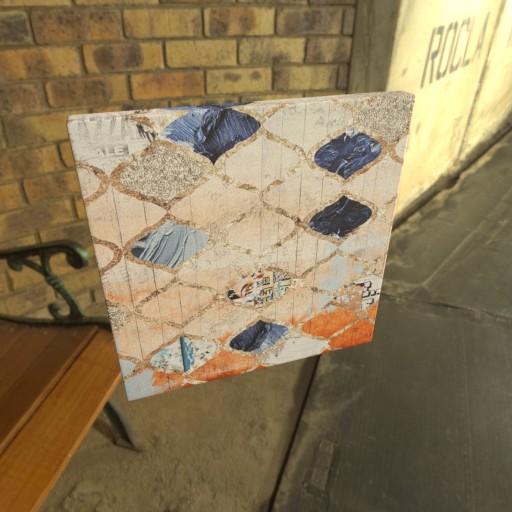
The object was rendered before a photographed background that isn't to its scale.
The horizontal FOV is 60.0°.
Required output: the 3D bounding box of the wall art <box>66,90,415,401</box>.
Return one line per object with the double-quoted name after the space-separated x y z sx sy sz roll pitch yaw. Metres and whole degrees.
0.000 0.000 0.761 0.507 0.508 0.038 -10 33 -16 "wall art"
